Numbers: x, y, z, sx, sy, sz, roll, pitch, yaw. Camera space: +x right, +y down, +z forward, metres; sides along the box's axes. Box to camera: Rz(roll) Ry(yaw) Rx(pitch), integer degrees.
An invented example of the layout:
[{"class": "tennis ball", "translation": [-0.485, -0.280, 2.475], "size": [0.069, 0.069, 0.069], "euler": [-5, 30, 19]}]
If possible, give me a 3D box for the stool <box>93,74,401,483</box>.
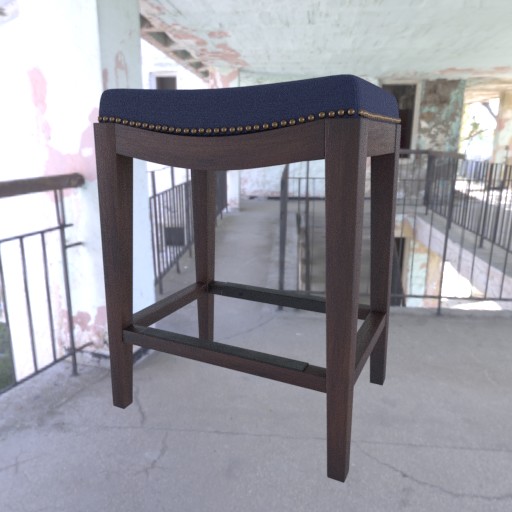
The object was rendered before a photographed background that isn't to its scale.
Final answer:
[{"class": "stool", "translation": [0.000, 0.000, 0.911], "size": [0.500, 0.642, 0.361], "euler": [7, 16, 25]}]
